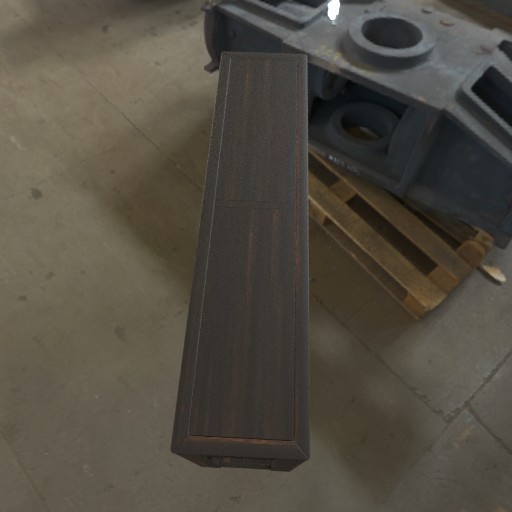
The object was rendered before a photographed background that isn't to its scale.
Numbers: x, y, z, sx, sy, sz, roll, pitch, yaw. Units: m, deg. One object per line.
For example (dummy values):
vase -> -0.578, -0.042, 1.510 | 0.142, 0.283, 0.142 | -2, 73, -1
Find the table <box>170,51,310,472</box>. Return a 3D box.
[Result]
table -> 0.000, 0.000, 1.907 | 0.384, 0.762, 1.631 | 2, 62, 1
